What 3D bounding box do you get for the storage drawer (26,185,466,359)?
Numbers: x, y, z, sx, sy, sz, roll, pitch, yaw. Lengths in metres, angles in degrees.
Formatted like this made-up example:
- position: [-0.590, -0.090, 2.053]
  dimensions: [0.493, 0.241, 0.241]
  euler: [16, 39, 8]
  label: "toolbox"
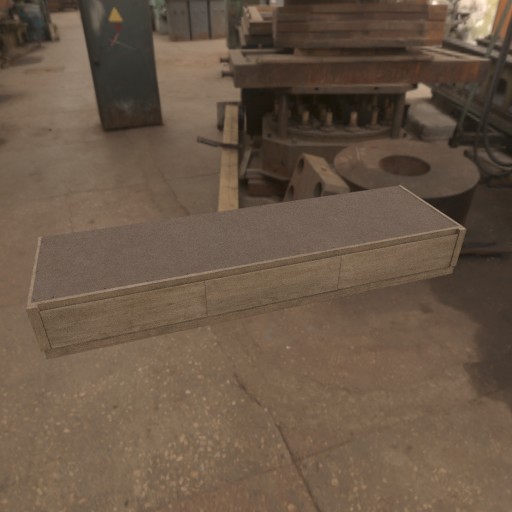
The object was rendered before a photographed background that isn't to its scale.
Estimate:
- position: [0.000, 0.000, 2.302]
  dimensions: [2.072, 0.274, 0.591]
  euler: [-10, 34, -15]
  label: "storage drawer"
